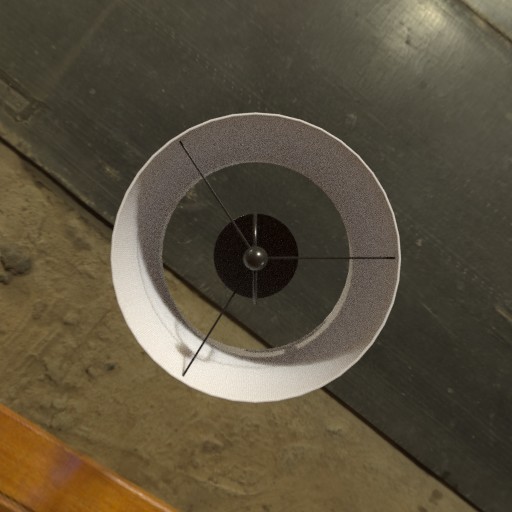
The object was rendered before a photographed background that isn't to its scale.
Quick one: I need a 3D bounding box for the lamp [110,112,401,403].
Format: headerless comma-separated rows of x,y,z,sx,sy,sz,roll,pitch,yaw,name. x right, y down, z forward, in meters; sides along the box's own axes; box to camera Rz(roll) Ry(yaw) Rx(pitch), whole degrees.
0.000,0.000,0.730,0.304,0.573,0.304,0,91,0,lamp
